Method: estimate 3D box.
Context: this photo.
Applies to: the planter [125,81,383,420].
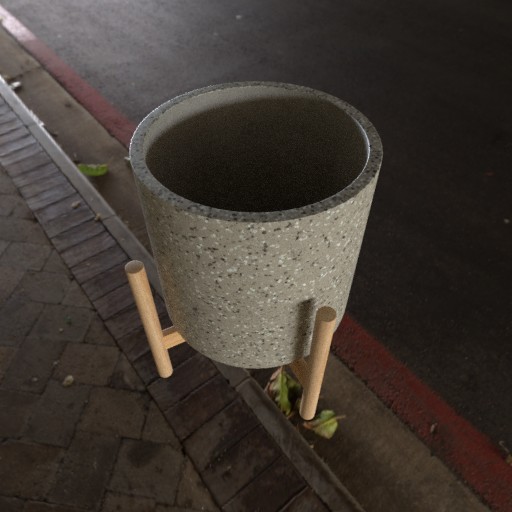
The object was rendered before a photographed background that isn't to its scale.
[{"bbox_3d":[0.000,0.000,0.693,0.360,0.419,0.360,-4,47,-4],"label":"planter"}]
